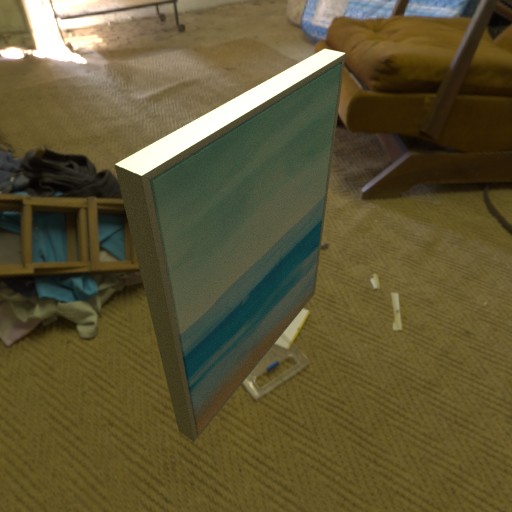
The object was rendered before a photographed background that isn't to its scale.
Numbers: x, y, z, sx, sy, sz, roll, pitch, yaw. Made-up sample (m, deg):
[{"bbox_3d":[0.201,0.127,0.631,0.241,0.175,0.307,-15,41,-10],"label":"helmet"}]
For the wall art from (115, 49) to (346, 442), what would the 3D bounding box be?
[{"bbox_3d":[0.000,0.000,0.757,0.039,0.553,0.445,25,47,25],"label":"wall art"}]
